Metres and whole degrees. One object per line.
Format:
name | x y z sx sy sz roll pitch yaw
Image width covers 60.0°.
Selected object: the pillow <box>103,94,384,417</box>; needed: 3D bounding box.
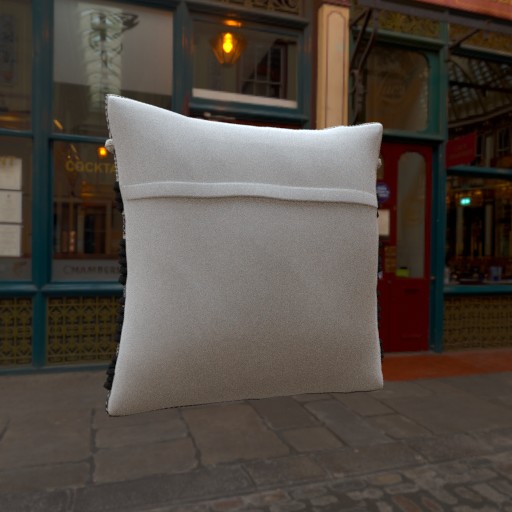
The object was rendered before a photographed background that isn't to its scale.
pillow | 0.000 0.000 0.669 0.436 0.438 0.156 0 0 -18
